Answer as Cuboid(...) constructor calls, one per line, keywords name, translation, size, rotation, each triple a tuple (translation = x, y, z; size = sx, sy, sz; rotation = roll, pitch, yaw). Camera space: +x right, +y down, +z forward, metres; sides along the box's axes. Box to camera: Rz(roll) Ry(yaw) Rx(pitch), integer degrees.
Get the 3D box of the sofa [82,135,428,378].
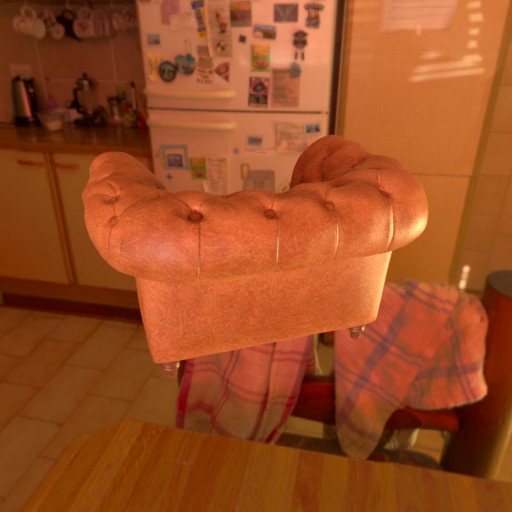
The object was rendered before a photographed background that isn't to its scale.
Cuboid(name="sofa", translation=(0.000, 0.000, 2.029), size=(1.405, 0.878, 1.033), rotation=(-8, 27, -16))
